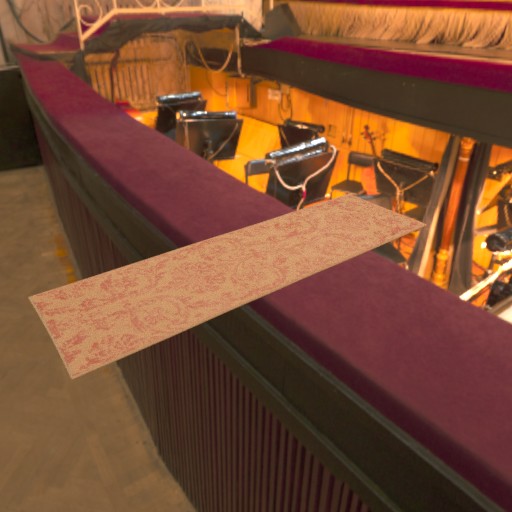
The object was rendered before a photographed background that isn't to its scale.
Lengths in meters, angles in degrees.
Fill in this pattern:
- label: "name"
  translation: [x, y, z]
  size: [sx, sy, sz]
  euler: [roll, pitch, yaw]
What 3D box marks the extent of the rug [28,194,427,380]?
- label: "rug"
  translation: [0.000, 0.000, 2.436]
  size: [2.196, 0.011, 0.662]
  euler: [-20, 35, -32]
